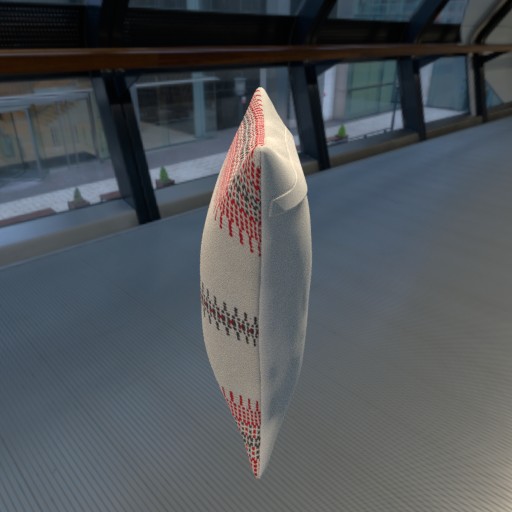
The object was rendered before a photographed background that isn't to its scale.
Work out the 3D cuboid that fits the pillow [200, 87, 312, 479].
[{"bbox_3d":[0.000,0.000,0.701,0.160,0.454,0.463,0,27,0],"label":"pillow"}]
